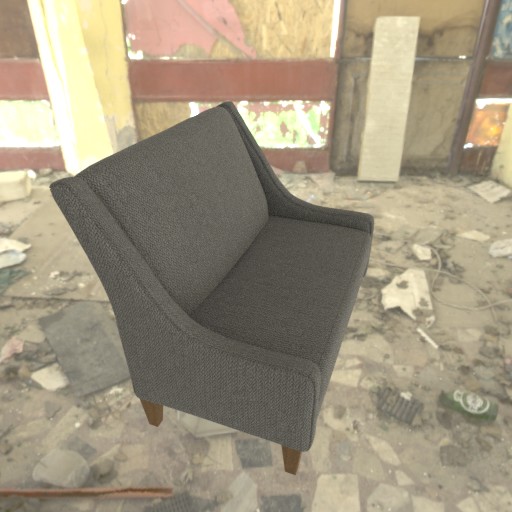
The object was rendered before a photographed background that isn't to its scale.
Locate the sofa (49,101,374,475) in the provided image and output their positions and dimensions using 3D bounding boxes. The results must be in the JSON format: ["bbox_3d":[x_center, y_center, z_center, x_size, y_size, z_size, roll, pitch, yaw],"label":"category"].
[{"bbox_3d":[0.000,0.000,1.913,0.873,1.022,1.242,11,33,18],"label":"sofa"}]
